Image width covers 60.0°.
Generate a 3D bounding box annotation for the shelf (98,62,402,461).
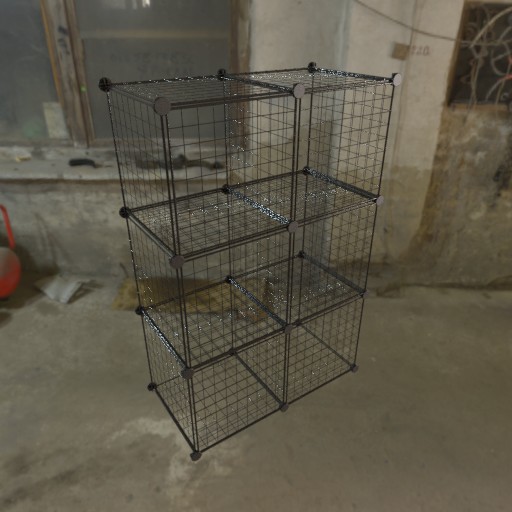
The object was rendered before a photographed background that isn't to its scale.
[{"bbox_3d":[0.000,0.000,1.402,0.711,1.067,0.356,-18,34,-29],"label":"shelf"}]
